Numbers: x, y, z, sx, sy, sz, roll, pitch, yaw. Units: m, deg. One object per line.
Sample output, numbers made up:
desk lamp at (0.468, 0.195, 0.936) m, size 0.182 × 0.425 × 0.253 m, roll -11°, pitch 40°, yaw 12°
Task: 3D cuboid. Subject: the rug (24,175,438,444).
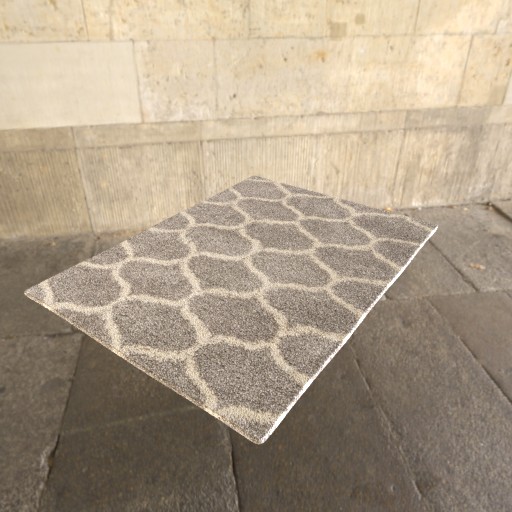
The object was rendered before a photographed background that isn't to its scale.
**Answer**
rug at (0.000, 0.000, 2.067) m, size 1.200 × 0.025 × 1.600 m, roll 21°, pitch 37°, yaw 30°
